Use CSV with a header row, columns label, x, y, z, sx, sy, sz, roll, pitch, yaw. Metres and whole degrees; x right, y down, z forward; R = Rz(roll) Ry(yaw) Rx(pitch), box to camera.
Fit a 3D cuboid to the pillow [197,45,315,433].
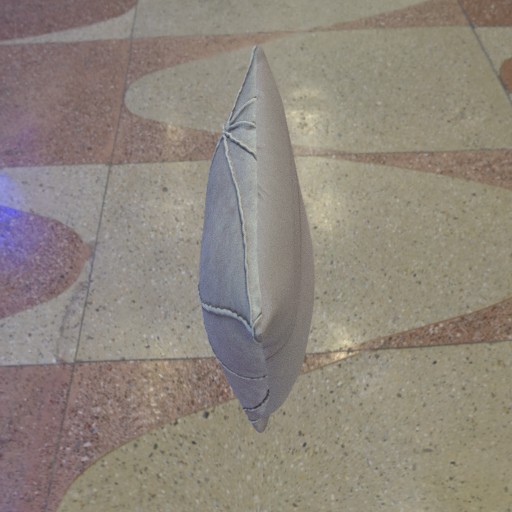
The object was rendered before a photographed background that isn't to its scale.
label,x,y,z,sx,sy,sz,roll,pitch,yaw
pillow,0.000,0.000,0.686,0.185,0.440,0.439,0,58,0
